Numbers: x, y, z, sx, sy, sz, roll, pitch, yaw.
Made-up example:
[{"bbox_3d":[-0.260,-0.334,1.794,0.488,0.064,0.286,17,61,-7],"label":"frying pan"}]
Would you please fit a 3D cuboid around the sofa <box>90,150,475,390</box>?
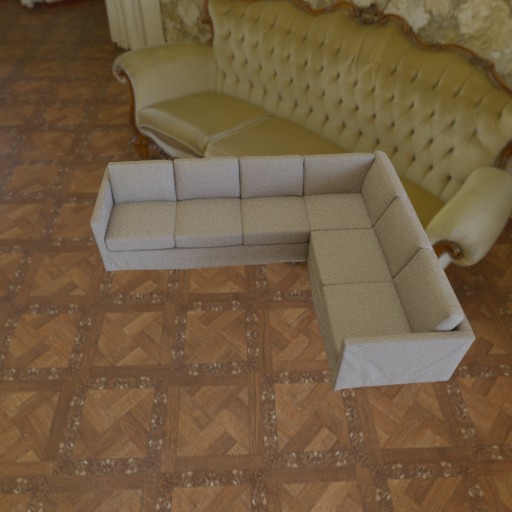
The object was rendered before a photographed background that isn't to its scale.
[{"bbox_3d":[0.000,0.000,4.284,3.182,0.871,2.432,-3,46,-2],"label":"sofa"}]
